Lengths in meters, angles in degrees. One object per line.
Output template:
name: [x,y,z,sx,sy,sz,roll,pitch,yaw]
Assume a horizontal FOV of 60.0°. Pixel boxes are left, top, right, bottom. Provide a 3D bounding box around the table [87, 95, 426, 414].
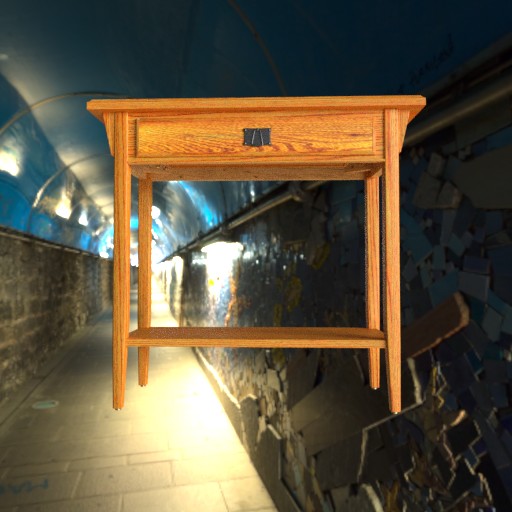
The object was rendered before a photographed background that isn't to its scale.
table: [0.000,0.000,1.115,0.762,0.711,0.254,0,-1,2]
